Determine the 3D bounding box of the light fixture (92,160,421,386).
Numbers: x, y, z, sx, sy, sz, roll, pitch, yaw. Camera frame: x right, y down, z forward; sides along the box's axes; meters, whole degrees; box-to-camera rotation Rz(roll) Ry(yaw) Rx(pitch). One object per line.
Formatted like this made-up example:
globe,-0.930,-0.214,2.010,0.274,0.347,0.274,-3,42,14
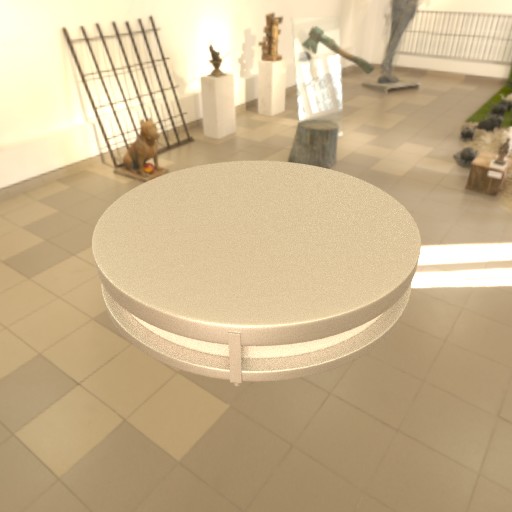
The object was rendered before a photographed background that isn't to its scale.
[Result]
light fixture,0.000,0.000,0.526,0.356,0.102,0.356,0,33,0
